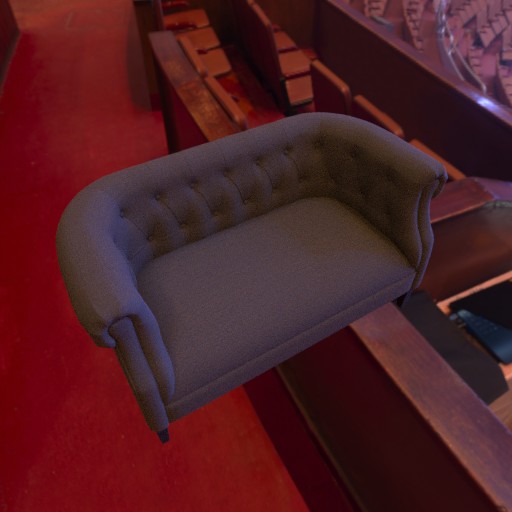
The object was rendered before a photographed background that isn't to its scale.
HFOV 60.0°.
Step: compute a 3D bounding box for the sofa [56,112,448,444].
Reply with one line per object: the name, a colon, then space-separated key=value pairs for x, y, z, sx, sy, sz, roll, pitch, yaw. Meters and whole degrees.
sofa: x=0.000 y=0.000 z=2.012 sx=1.558 sy=0.827 sz=0.835 roll=-24 pitch=50 yaw=-22
